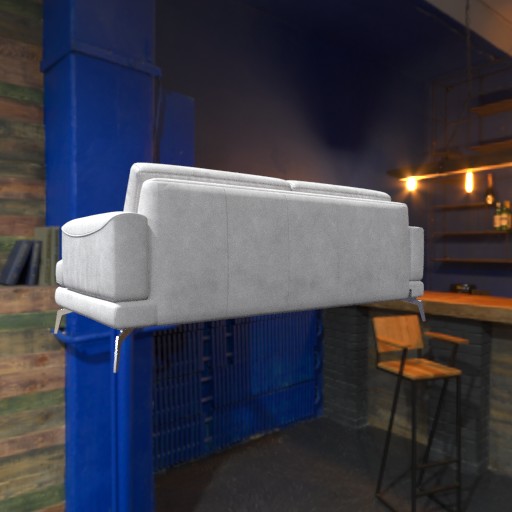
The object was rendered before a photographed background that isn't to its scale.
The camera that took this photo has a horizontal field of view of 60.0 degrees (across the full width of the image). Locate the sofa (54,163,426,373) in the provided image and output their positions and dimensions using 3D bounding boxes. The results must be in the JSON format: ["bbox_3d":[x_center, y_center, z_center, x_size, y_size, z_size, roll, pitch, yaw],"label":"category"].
[{"bbox_3d":[0.000,0.000,2.584,2.013,0.830,0.980,-1,1,-37],"label":"sofa"}]
